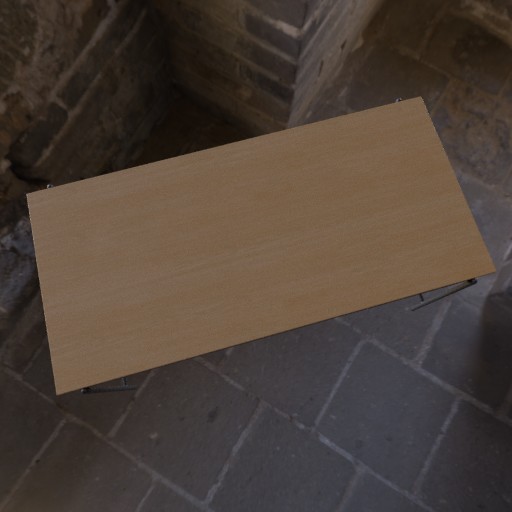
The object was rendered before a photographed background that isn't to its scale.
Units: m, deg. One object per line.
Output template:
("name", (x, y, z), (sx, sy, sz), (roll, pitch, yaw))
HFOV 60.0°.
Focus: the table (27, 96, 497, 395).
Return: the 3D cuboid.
("table", (0.000, 0.000, 2.215), (1.800, 0.758, 0.900), (-15, 75, -4))
